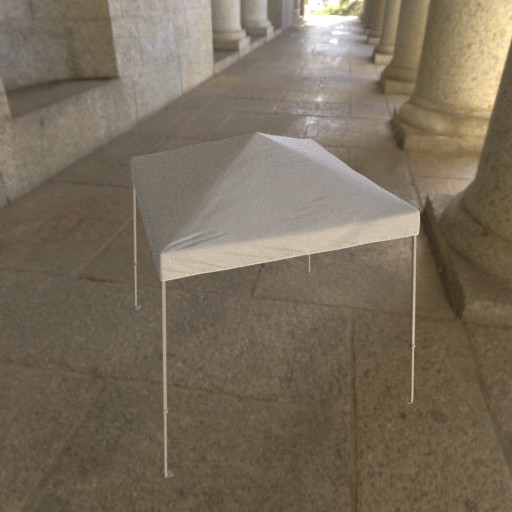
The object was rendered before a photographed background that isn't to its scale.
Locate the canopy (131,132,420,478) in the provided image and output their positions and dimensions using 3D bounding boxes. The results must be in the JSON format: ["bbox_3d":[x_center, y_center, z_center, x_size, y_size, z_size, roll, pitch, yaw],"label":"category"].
[{"bbox_3d":[0.000,0.000,6.447,3.600,3.600,3.599,-10,33,-16],"label":"canopy"}]
